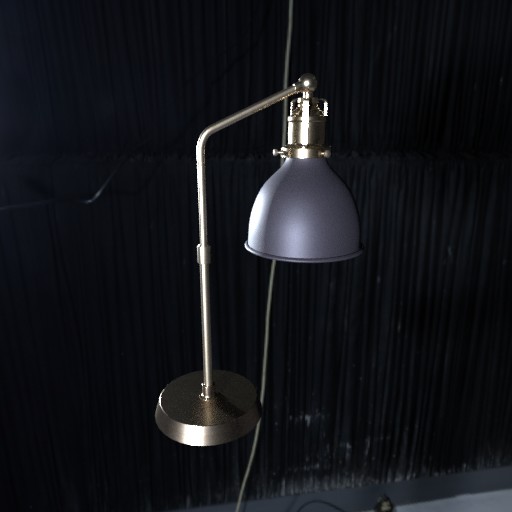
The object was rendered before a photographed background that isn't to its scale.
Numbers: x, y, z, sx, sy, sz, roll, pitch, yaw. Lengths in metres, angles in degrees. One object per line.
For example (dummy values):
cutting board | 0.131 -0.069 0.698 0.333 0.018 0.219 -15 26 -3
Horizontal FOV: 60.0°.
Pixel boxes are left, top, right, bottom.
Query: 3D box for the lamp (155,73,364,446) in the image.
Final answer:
lamp | 0.000 0.000 0.591 0.291 0.456 0.160 -3 16 -10
